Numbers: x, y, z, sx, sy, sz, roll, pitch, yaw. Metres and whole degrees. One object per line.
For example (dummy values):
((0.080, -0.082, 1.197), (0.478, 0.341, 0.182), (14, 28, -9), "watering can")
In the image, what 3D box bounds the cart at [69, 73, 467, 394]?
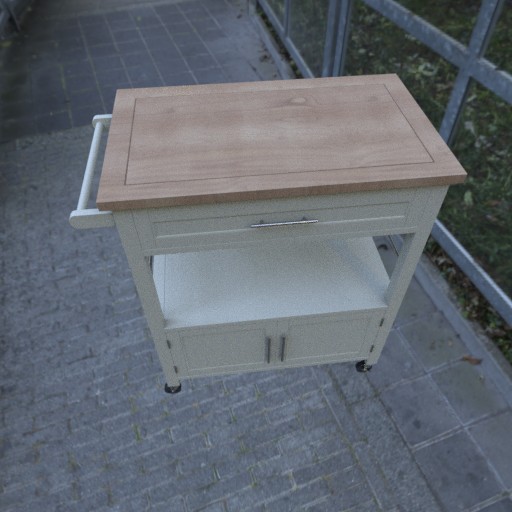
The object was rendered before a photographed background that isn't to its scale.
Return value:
((0.000, 0.000, 1.381), (0.840, 0.901, 0.459), (-5, 48, -5), "cart")
